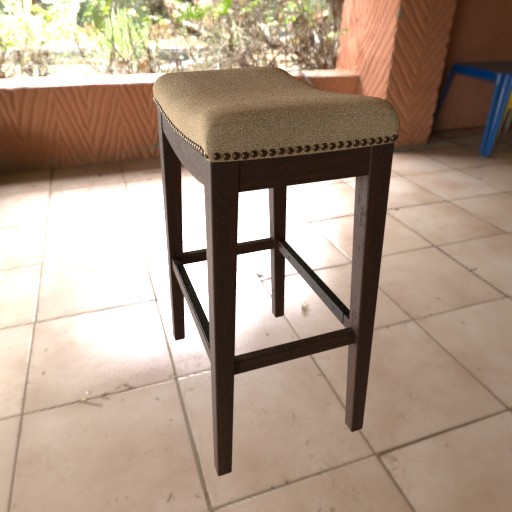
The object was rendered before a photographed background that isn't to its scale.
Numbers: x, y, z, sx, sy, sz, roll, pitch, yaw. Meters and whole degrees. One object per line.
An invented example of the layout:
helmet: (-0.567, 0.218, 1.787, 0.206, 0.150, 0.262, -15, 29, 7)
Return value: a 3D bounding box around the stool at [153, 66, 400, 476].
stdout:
stool: (0.000, 0.000, 1.037, 0.363, 0.768, 0.509, -10, 31, -18)
